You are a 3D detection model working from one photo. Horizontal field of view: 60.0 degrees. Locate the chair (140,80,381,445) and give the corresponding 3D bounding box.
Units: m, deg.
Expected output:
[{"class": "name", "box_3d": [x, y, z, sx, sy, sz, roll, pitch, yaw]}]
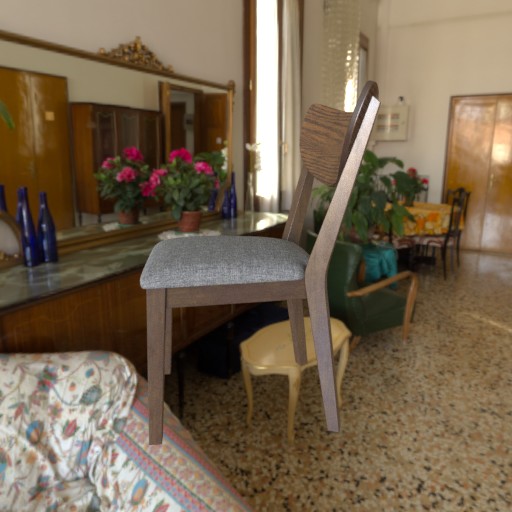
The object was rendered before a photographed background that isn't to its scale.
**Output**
[{"class": "chair", "box_3d": [0.000, 0.000, 1.219, 0.583, 0.849, 0.491, -2, 13, -7]}]
